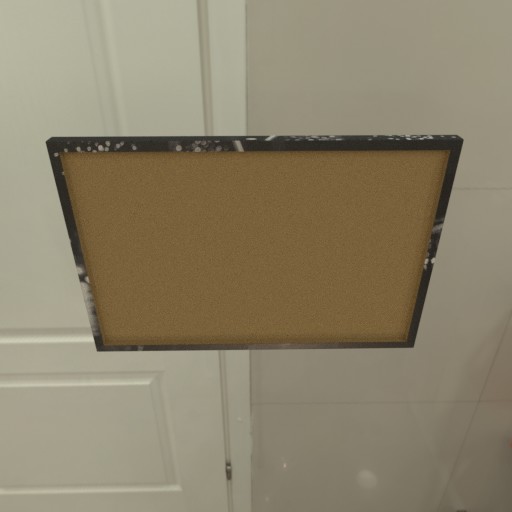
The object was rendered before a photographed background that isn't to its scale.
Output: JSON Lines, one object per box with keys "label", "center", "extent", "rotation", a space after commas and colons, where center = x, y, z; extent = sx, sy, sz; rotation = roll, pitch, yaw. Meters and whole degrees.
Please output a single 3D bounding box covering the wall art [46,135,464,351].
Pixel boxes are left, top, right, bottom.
{"label": "wall art", "center": [0.000, 0.000, 1.137], "extent": [0.914, 0.609, 0.038], "rotation": [-1, 31, -1]}
